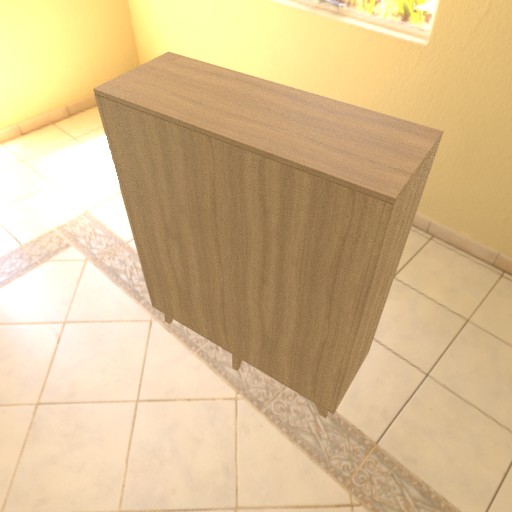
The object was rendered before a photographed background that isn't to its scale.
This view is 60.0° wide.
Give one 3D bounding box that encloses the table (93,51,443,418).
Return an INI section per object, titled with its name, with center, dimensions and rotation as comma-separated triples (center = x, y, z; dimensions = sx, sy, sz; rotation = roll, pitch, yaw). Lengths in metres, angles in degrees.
[table]
center = 0.000, 0.000, 1.949
dimensions = 1.111, 1.388, 0.398
rotation = 26, 51, 23
